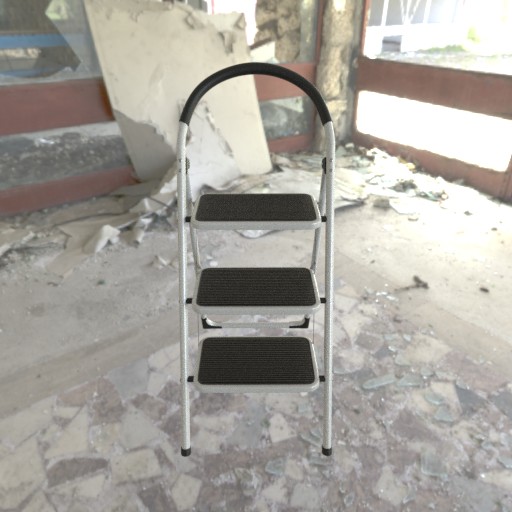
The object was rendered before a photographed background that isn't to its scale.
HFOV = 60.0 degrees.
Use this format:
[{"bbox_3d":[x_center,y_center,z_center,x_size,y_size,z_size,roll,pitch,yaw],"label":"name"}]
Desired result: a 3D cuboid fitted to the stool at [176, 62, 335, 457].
[{"bbox_3d":[0.000,0.000,1.435,0.485,1.109,0.676,0,30,0],"label":"stool"}]
